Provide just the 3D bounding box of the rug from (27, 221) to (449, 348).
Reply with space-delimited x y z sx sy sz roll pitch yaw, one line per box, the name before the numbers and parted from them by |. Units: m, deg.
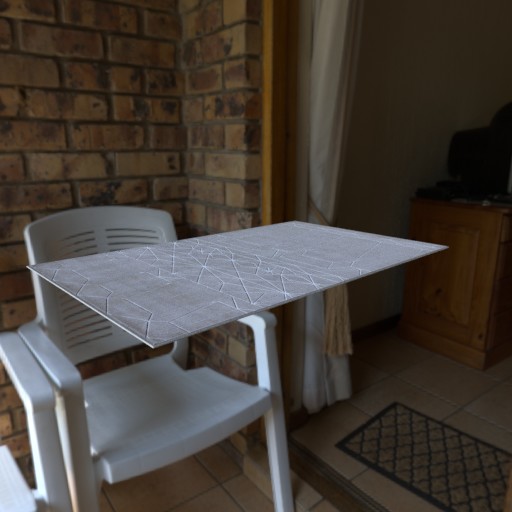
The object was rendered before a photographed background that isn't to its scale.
rug | 0.000 0.000 2.988 2.438 0.012 1.524 -13 19 -41
